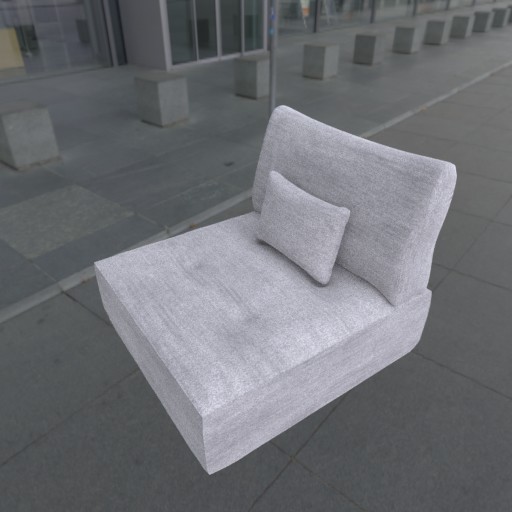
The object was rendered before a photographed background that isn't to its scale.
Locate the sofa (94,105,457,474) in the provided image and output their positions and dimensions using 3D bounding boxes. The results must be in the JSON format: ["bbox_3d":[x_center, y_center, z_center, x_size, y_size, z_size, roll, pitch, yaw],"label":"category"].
[{"bbox_3d":[0.000,0.000,1.701,1.000,0.820,0.930,-21,38,-29],"label":"sofa"}]
